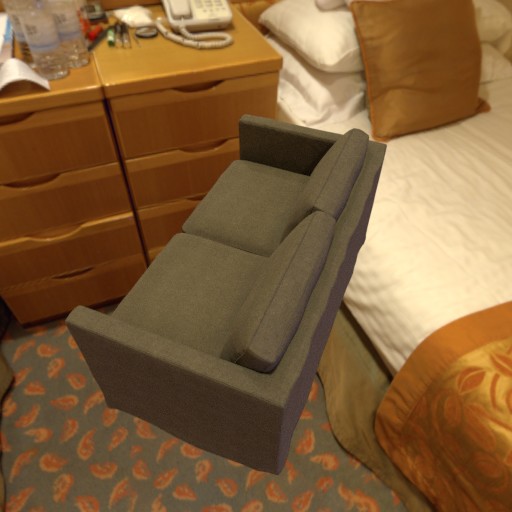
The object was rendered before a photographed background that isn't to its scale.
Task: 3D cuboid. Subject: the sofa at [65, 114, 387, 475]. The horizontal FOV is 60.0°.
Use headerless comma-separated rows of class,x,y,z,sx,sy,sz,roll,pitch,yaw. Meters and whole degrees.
sofa,0.000,0.000,2.396,0.974,0.854,1.802,17,49,16
